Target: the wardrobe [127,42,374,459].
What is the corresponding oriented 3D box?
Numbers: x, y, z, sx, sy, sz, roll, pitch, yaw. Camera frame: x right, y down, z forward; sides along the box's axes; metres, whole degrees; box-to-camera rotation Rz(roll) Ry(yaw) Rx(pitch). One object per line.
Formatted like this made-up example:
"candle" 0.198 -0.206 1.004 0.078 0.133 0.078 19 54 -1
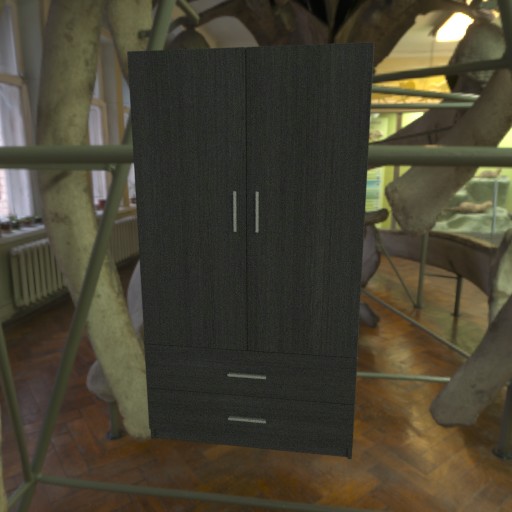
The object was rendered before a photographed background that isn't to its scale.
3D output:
"wardrobe" 0.000 0.000 2.204 0.991 1.808 0.577 2 13 9
